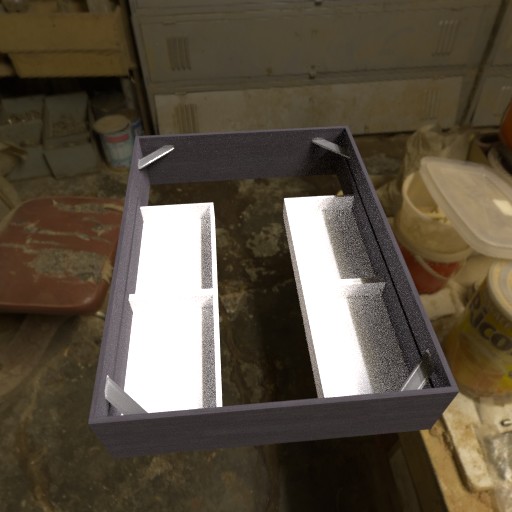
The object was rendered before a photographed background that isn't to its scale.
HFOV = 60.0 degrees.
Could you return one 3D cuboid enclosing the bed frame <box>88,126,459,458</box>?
[{"bbox_3d":[0.000,0.000,2.511,1.448,0.459,1.944,-4,48,-3],"label":"bed frame"}]
